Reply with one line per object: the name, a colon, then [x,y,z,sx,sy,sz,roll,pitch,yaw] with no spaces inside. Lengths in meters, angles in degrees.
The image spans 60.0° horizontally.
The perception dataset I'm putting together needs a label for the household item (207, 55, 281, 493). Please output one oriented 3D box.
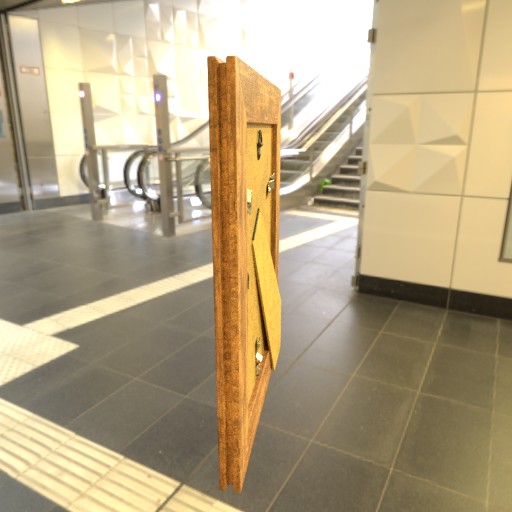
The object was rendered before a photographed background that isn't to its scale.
household item: [0.000,0.000,0.316,0.018,0.237,0.186,3,16,9]
